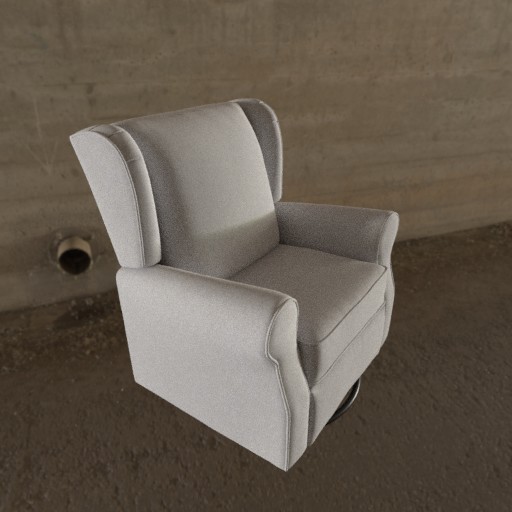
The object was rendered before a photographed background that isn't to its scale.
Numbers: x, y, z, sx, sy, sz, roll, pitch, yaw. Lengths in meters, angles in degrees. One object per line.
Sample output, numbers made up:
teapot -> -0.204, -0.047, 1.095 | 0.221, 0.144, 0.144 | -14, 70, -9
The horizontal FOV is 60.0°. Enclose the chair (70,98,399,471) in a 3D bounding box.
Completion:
chair -> 0.000, 0.000, 1.603 | 0.854, 0.967, 0.906 | 18, 32, 31
